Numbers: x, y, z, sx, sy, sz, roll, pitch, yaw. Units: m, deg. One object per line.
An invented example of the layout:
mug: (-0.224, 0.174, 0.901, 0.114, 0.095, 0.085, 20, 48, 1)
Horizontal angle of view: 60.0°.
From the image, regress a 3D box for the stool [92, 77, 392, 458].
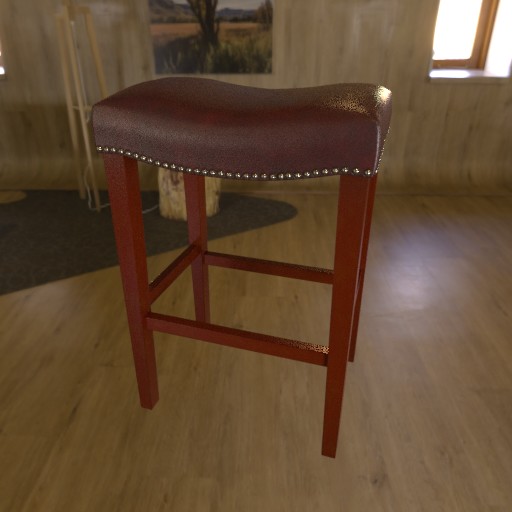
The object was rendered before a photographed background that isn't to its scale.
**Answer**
stool: (0.000, 0.000, 1.012, 0.504, 0.742, 0.372, 8, 29, 16)
